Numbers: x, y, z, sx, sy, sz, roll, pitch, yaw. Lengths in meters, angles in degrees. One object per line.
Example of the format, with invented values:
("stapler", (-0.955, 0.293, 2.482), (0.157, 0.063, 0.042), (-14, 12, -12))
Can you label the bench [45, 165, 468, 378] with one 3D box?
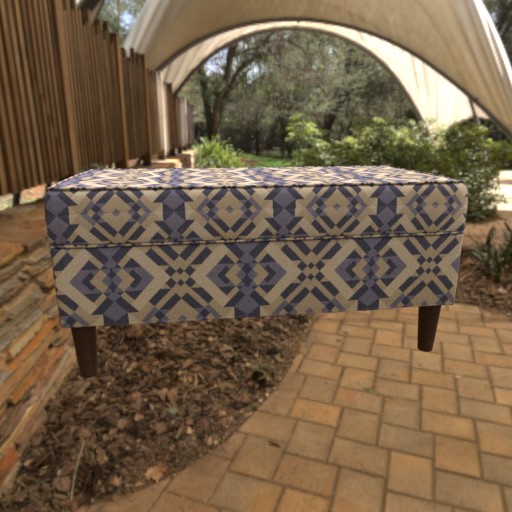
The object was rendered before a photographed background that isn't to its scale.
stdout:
("bench", (0.000, 0.000, 1.302), (1.016, 0.477, 0.492), (-2, 16, -8))
